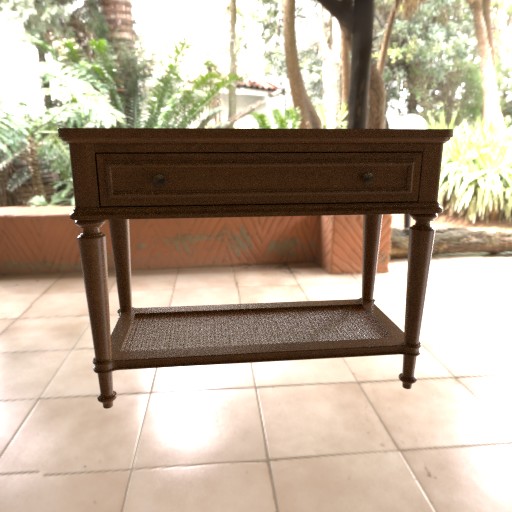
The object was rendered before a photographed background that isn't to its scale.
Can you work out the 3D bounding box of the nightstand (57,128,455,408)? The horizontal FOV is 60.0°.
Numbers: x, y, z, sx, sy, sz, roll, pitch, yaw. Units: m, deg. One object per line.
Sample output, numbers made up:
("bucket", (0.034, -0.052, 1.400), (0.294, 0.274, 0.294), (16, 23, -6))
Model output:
("nightstand", (0.000, 0.000, 1.284), (0.914, 0.700, 0.432), (-2, 15, -6))
